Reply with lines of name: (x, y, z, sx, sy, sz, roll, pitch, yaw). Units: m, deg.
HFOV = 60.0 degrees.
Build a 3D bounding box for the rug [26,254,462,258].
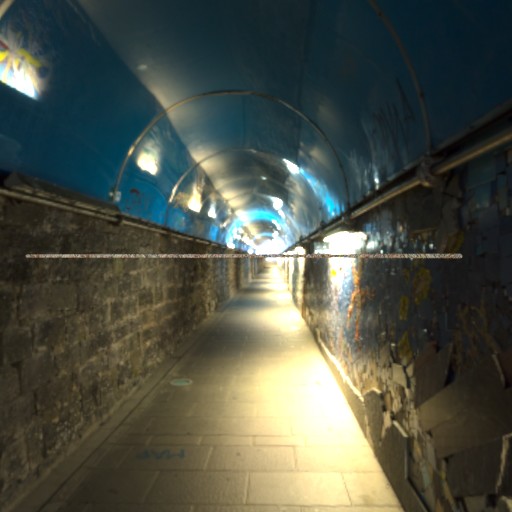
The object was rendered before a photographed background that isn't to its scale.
rug: (0.000, 0.000, 2.215, 1.761, 0.014, 1.143, 0, 0, 18)
